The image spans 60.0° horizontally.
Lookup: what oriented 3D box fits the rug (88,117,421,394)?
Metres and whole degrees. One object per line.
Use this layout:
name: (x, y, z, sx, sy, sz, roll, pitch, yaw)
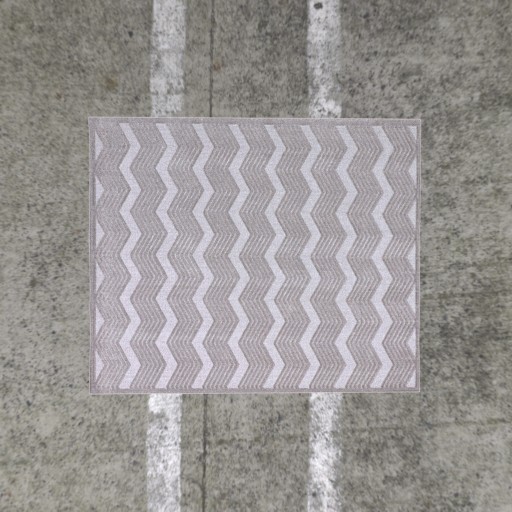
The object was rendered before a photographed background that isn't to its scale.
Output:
rug: (0.000, 0.000, 3.848, 2.880, 0.005, 2.391, 0, 91, -1)
